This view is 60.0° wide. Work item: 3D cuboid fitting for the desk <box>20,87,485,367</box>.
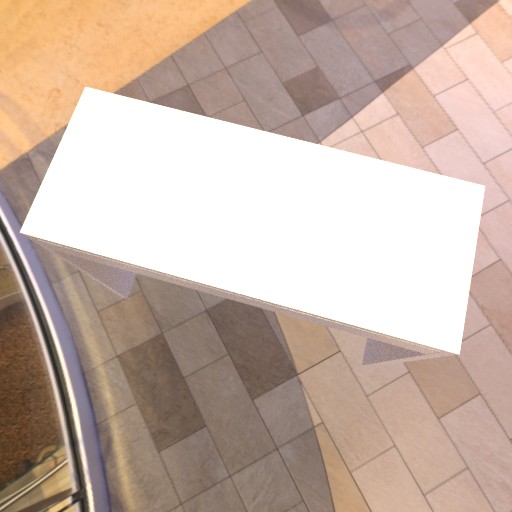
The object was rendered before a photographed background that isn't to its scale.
[{"bbox_3d":[0.000,0.000,1.401,1.000,0.790,0.400,15,75,4],"label":"desk"}]
